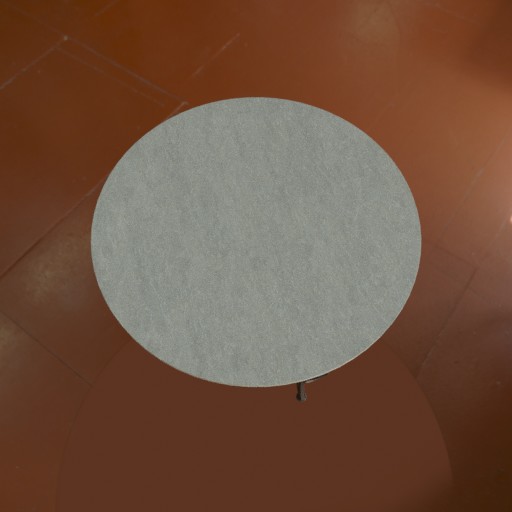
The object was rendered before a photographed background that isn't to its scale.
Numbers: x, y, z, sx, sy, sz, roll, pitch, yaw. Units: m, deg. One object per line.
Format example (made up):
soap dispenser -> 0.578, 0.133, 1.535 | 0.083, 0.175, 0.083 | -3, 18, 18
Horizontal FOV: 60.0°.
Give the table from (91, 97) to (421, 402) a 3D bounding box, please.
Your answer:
table -> 0.000, 0.000, 1.419 | 0.889, 0.470, 0.889 | 0, 64, 0
